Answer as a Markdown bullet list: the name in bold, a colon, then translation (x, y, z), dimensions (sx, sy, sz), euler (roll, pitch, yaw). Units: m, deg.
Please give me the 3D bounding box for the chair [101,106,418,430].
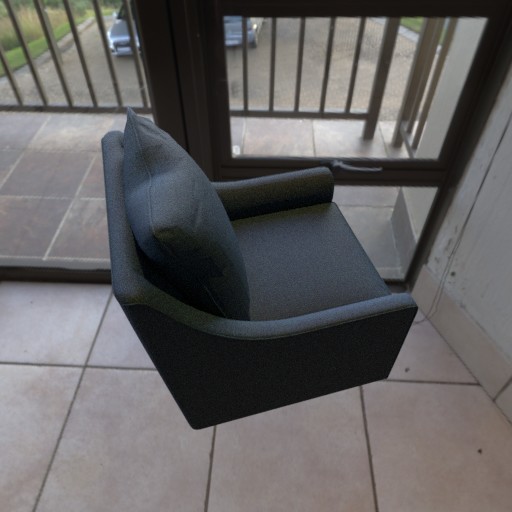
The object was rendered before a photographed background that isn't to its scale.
- **chair**: translation (0.000, 0.000, 1.570), dimensions (0.870, 0.939, 0.750), euler (-12, 48, -11)
